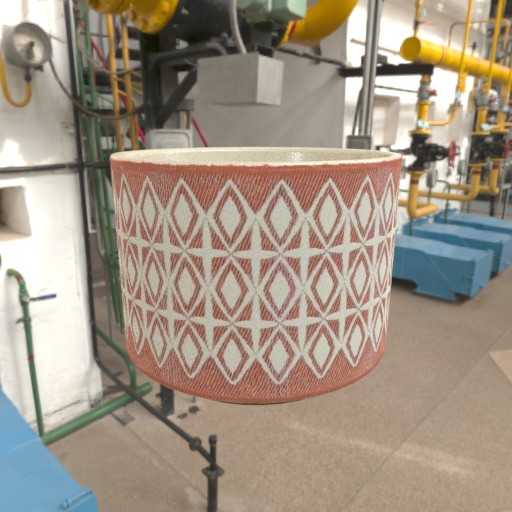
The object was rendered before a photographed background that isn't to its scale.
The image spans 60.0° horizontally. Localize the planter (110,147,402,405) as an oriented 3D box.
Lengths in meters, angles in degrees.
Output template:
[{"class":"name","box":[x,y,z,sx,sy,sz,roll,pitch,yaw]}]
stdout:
[{"class":"planter","box":[0.000,0.000,0.325,0.192,0.148,0.192,0,16,0]}]
